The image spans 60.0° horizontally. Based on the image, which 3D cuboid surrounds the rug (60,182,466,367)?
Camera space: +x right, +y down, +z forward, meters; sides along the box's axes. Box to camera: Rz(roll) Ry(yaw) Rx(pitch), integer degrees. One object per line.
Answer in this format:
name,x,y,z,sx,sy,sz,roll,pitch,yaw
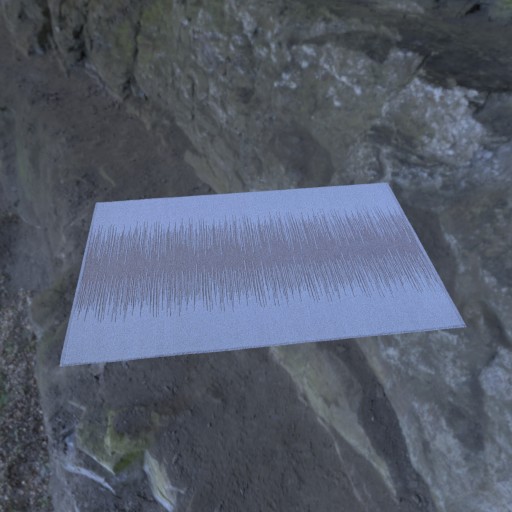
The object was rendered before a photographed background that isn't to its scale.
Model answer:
rug,0.000,0.000,3.164,2.440,0.012,1.522,-5,45,-5
